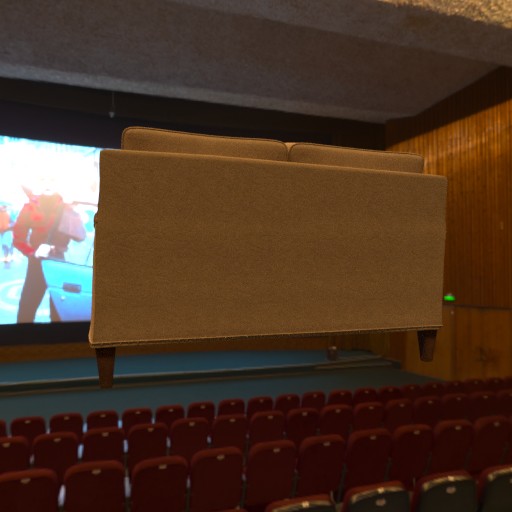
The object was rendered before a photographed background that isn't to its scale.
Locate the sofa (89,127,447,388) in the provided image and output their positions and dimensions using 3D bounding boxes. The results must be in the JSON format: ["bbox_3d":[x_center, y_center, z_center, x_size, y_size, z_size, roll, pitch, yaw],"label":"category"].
[{"bbox_3d":[0.000,0.000,2.275,1.597,1.002,1.084,0,-1,-18],"label":"sofa"}]
